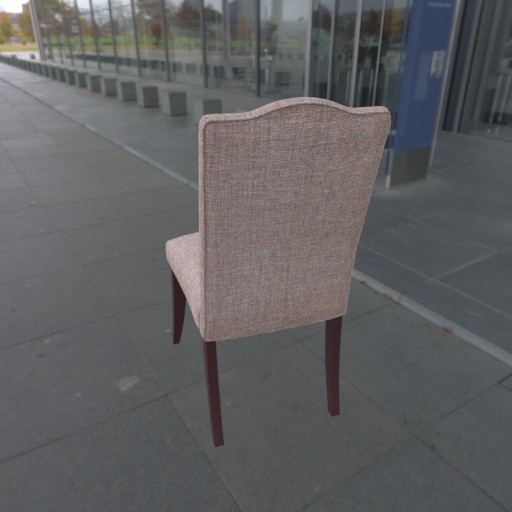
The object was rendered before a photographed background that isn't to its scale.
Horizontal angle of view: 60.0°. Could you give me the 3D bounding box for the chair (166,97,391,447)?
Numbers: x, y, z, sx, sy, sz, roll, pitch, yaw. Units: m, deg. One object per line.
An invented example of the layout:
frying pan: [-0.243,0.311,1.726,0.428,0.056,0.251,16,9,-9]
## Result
chair: [0.000,0.000,1.404,0.513,1.016,0.660,-8,27,-16]
